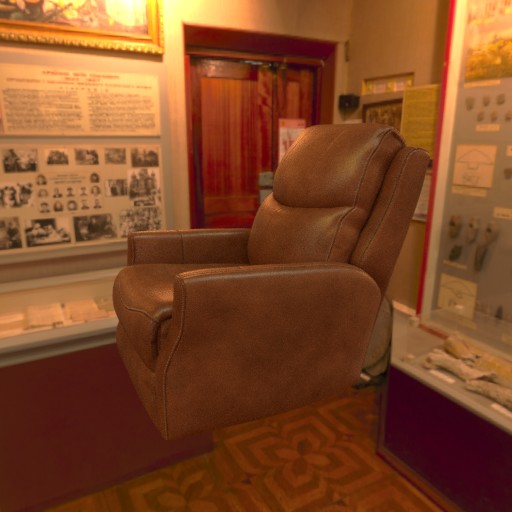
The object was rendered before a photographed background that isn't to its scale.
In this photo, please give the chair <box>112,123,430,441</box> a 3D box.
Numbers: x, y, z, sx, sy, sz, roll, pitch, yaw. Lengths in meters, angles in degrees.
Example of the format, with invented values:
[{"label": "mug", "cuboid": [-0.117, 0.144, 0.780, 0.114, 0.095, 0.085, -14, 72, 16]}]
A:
[{"label": "chair", "cuboid": [0.000, 0.000, 1.762, 1.072, 1.016, 0.821, -8, 17, -26]}]
